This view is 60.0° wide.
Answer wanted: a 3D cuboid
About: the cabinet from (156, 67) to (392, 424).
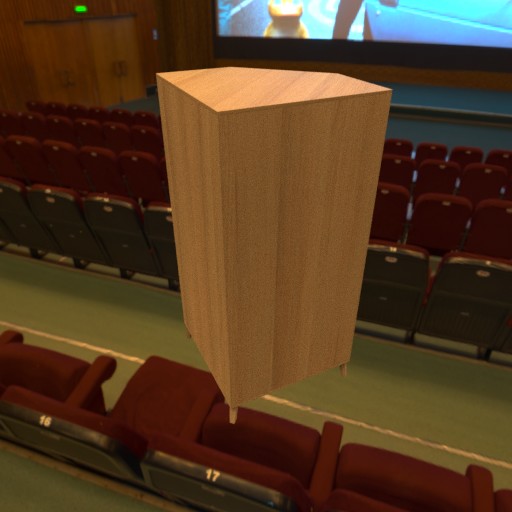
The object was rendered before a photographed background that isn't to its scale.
[{"bbox_3d":[0.000,0.000,2.690,1.272,1.957,0.969,10,34,16],"label":"cabinet"}]
